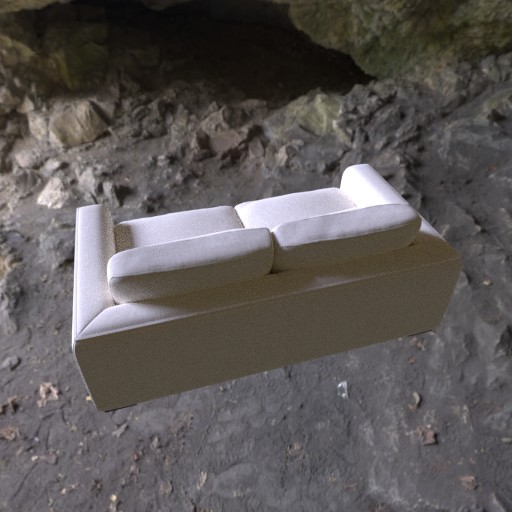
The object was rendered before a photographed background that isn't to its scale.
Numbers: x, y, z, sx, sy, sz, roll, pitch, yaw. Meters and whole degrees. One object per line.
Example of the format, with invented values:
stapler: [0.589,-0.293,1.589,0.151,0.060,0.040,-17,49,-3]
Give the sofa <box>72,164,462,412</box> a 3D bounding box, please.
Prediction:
sofa: [0.000,0.000,2.504,1.920,0.801,1.069,-11,41,-12]
